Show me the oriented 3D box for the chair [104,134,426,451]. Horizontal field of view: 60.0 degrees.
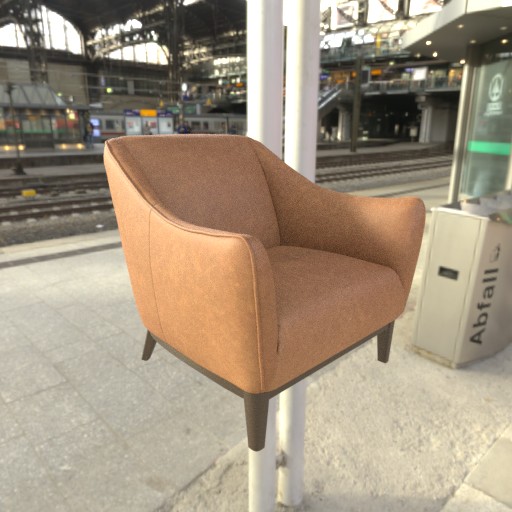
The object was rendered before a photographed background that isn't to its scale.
[{"bbox_3d":[0.000,0.000,1.575,0.871,0.830,0.852,-15,22,-43],"label":"chair"}]
